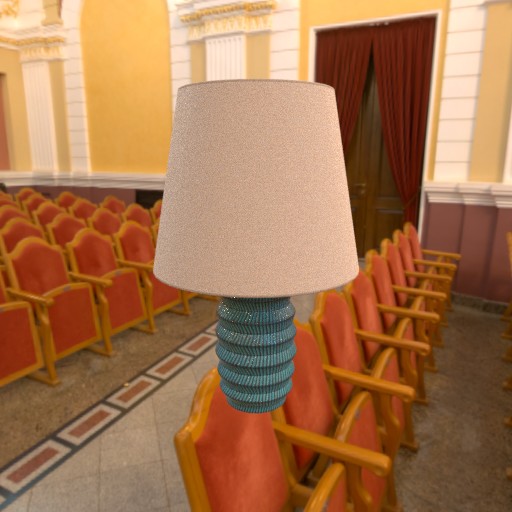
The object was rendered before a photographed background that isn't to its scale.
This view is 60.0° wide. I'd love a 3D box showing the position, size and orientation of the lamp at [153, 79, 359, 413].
[{"bbox_3d":[0.000,0.000,0.558,0.254,0.392,0.254,0,13,0],"label":"lamp"}]
